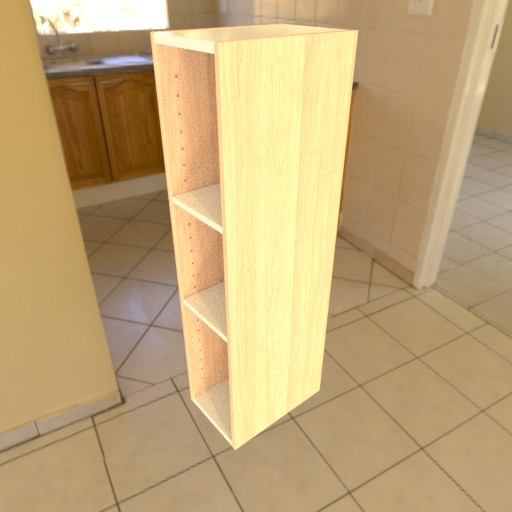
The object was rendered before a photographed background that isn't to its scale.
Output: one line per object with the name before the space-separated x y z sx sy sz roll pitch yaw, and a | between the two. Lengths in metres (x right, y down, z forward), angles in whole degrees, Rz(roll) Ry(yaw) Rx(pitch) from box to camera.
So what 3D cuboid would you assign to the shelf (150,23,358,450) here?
shelf | 0.000 0.000 0.971 0.290 0.882 0.197 -23 38 -33
